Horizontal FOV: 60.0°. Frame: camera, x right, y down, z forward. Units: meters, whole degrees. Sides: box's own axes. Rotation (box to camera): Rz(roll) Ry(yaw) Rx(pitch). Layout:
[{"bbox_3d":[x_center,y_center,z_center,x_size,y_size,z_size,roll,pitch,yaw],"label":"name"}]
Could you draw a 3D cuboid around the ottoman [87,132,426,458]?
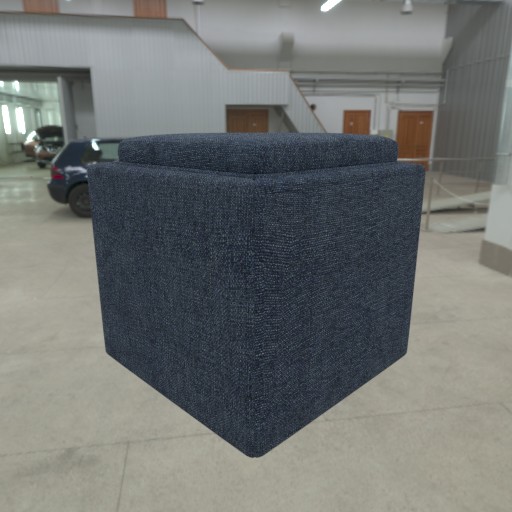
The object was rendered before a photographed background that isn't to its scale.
[{"bbox_3d":[0.000,0.000,0.858,0.450,0.460,0.450,-15,22,-43],"label":"ottoman"}]
